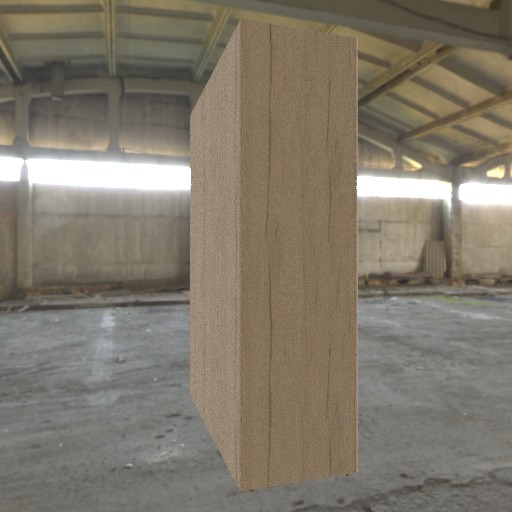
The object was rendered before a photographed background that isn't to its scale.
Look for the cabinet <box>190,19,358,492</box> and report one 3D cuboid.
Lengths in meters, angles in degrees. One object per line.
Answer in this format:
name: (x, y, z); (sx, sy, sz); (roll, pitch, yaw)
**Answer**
cabinet: (0.000, 0.000, 2.686); (0.580, 2.070, 1.400); (0, 0, -17)
